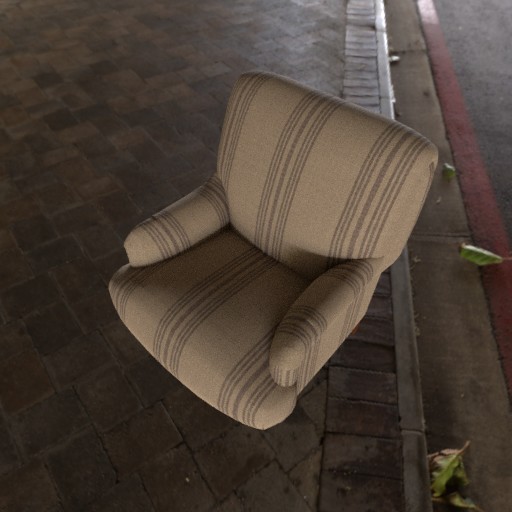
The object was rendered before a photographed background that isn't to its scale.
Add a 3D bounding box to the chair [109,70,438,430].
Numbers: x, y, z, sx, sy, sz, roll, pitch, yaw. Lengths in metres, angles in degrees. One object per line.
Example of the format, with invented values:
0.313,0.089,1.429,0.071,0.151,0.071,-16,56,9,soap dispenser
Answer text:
0.000,0.000,1.579,0.813,0.940,0.914,33,56,26,chair
